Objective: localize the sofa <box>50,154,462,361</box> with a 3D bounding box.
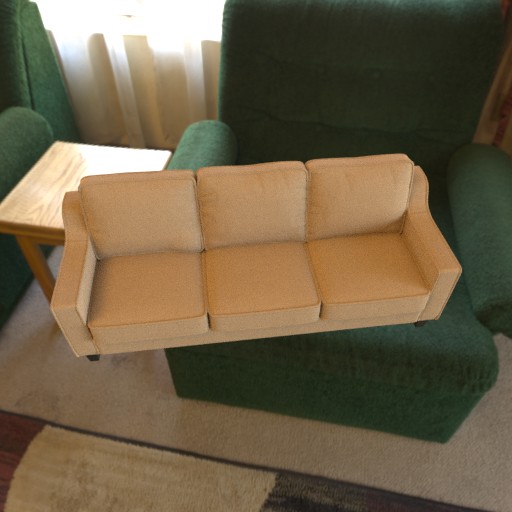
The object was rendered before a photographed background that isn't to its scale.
[{"bbox_3d":[0.000,0.000,2.594,2.131,0.902,0.791,-5,46,-5],"label":"sofa"}]
